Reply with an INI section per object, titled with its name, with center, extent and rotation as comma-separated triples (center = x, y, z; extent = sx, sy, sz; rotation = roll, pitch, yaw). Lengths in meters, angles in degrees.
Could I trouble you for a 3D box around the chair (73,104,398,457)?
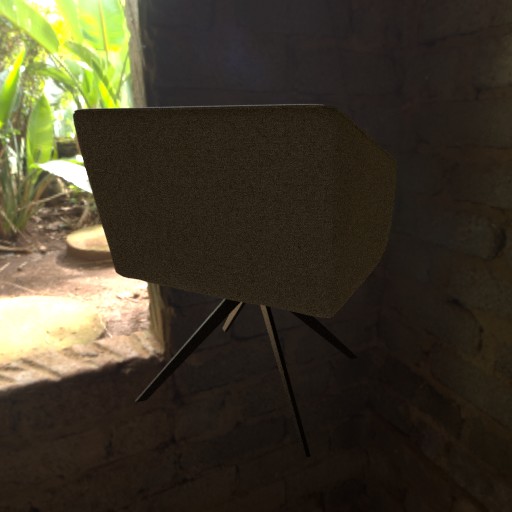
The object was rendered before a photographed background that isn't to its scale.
[chair]
center = 0.000, 0.000, 1.218
extent = 0.628, 0.760, 0.623
rotation = 9, 19, 26
